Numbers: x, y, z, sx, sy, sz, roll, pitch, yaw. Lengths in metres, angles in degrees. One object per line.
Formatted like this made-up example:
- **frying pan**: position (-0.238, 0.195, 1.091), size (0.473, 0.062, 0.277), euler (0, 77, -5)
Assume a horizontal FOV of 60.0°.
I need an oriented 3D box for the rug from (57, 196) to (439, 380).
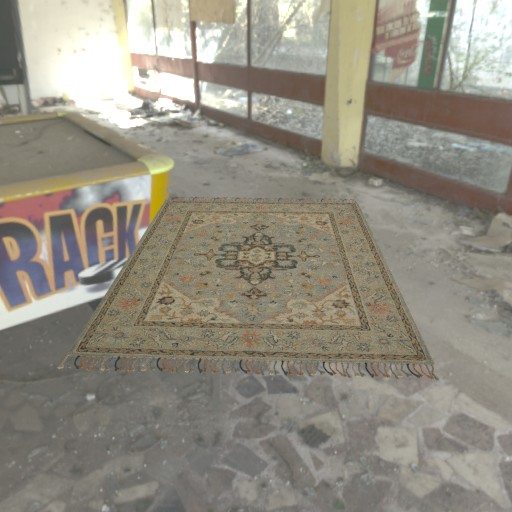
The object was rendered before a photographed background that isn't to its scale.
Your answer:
- **rug**: position (0.000, 0.000, 3.436), size (1.971, 0.010, 2.651), euler (1, 27, 2)
